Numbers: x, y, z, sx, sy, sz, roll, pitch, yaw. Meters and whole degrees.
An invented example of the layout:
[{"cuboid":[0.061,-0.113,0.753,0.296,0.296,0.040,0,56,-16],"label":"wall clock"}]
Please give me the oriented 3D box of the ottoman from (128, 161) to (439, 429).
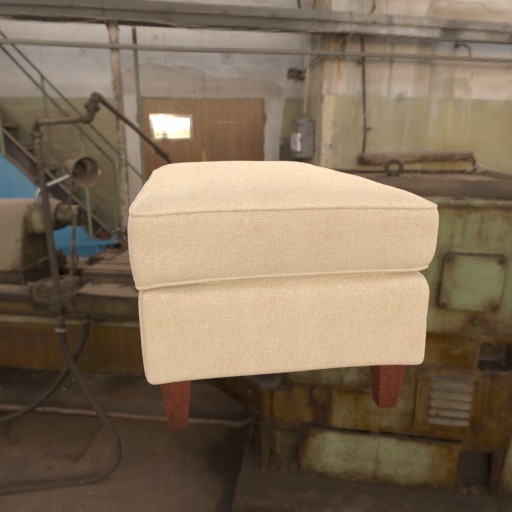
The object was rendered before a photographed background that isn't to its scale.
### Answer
[{"cuboid":[0.000,0.000,1.223,0.583,0.484,0.862,-3,16,-9],"label":"ottoman"}]
